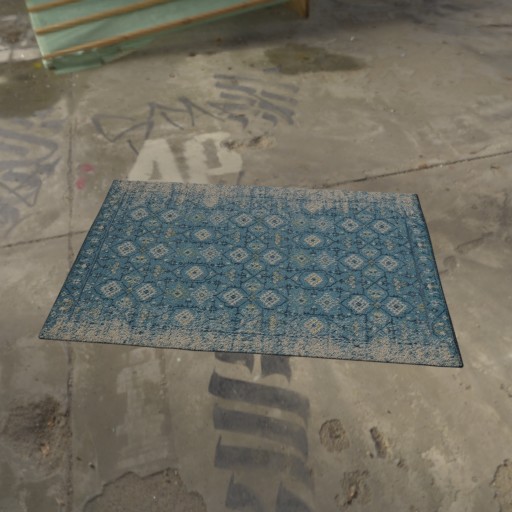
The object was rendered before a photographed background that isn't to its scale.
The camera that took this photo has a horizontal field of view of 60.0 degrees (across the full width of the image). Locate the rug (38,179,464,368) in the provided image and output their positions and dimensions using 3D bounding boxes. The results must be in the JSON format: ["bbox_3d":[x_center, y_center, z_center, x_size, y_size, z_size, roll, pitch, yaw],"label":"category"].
[{"bbox_3d":[0.000,0.000,3.038,2.449,0.015,1.530,3,47,3],"label":"rug"}]
